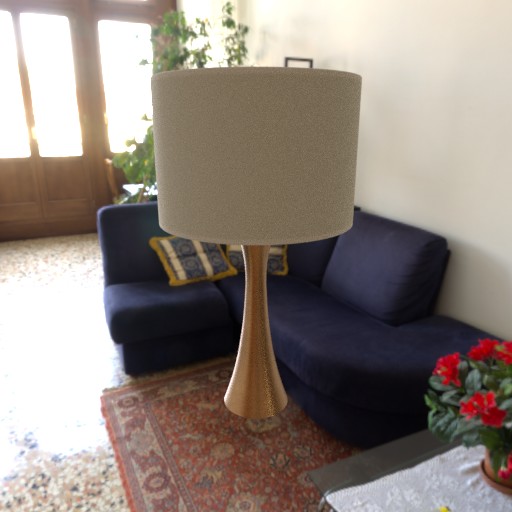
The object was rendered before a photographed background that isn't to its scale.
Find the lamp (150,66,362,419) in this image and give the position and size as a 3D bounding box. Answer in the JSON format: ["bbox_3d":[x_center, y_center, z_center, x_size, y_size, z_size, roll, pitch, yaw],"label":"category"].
[{"bbox_3d":[0.000,0.000,0.643,0.268,0.479,0.268,9,19,27],"label":"lamp"}]
